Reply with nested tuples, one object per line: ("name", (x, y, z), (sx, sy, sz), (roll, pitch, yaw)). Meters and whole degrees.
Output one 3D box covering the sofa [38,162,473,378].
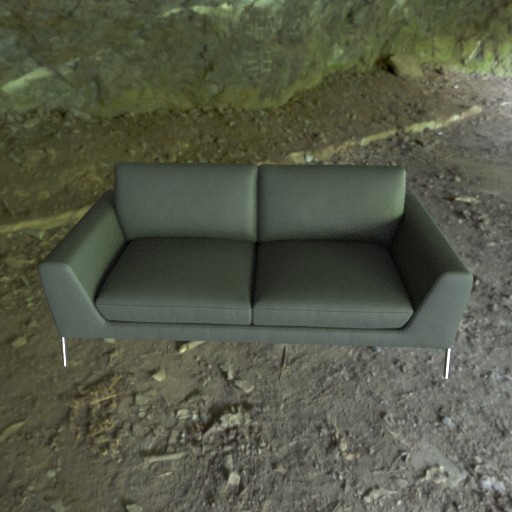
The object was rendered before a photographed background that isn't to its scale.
("sofa", (0.000, 0.000, 2.497), (2.017, 0.875, 0.953), (1, 30, 2))
